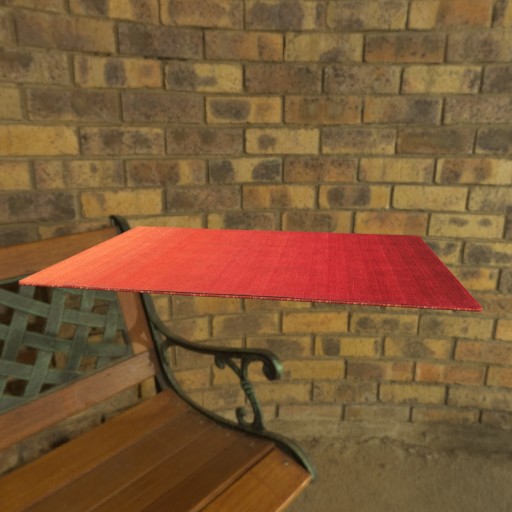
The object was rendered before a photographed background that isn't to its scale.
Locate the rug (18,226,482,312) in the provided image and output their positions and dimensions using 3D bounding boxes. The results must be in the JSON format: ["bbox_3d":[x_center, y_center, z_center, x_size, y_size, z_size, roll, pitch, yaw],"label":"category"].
[{"bbox_3d":[0.000,0.000,2.288,1.835,0.018,1.230,2,15,9],"label":"rug"}]
